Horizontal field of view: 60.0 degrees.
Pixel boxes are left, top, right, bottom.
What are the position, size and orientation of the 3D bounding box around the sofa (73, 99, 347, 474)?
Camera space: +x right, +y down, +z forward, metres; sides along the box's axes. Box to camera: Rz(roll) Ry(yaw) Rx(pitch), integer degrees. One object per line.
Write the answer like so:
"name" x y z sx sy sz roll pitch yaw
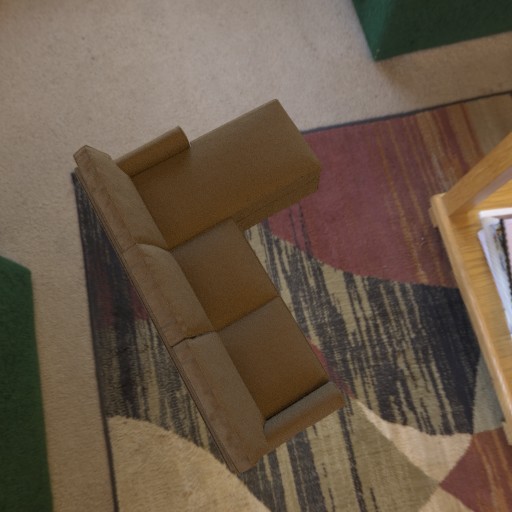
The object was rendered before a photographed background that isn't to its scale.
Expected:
"sofa" 0.000 0.000 3.370 1.733 0.978 2.475 -29 77 -7
